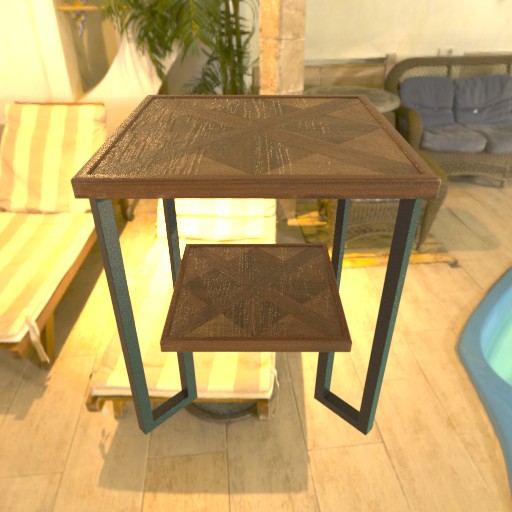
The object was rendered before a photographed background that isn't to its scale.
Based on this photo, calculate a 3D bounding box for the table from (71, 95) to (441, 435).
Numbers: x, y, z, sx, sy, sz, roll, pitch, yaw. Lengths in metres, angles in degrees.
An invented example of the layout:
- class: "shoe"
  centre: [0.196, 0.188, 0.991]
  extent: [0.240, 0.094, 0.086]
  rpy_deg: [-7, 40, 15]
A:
- class: "table"
  centre: [0.000, 0.000, 0.961]
  extent: [0.503, 0.563, 0.503]
  rpy_deg: [0, 32, 0]
